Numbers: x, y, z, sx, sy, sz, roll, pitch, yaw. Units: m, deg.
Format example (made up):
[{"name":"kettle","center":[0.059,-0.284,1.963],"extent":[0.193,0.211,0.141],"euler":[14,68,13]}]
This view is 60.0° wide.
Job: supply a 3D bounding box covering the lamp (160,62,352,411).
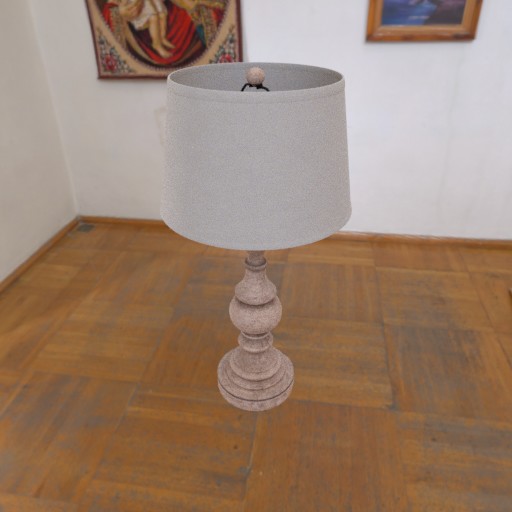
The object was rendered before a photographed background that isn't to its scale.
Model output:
[{"name":"lamp","center":[0.000,0.000,0.857],"extent":[0.340,0.678,0.340],"euler":[0,31,0]}]
